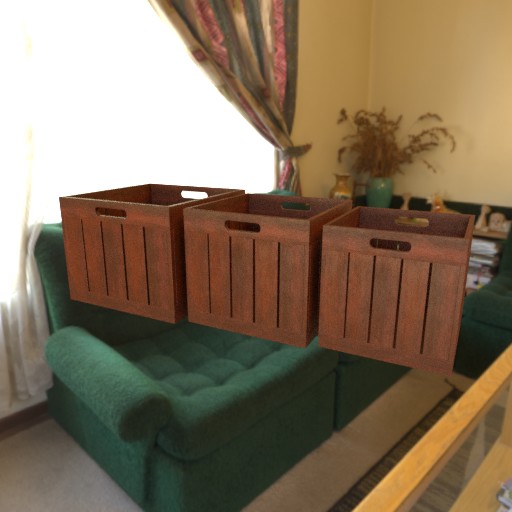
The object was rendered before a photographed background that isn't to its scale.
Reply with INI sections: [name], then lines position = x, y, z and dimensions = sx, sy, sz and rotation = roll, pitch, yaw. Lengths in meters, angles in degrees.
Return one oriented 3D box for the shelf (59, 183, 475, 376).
[shelf]
position = 0.000, 0.000, 1.237
dimensions = 1.064, 0.311, 0.393
rotation = 8, 18, 26
